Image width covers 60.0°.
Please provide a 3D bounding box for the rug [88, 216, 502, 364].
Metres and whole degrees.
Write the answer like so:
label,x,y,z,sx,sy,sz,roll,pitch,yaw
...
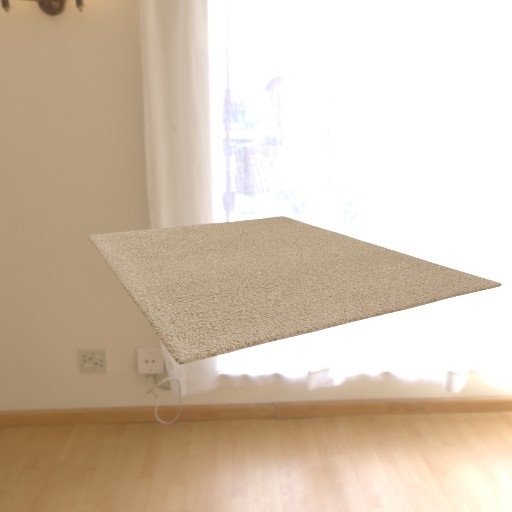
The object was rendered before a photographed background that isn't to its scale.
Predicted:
label,x,y,z,sx,sy,sz,roll,pitch,yaw
rug,0.000,0.000,3.945,2.438,0.029,3.047,-8,17,-27
